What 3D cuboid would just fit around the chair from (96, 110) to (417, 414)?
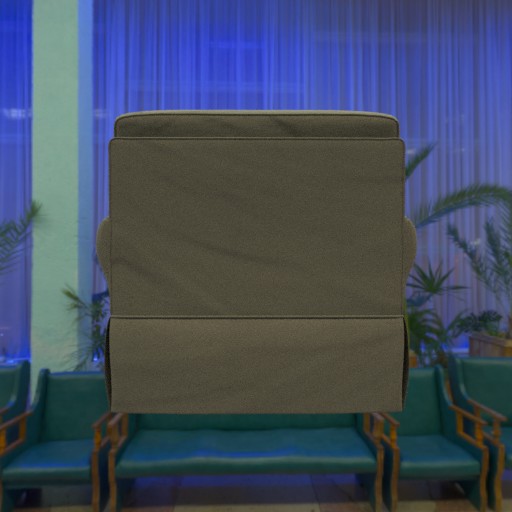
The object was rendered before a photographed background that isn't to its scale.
[{"bbox_3d":[0.000,0.000,1.858,1.135,1.017,0.988,0,-1,0],"label":"chair"}]
